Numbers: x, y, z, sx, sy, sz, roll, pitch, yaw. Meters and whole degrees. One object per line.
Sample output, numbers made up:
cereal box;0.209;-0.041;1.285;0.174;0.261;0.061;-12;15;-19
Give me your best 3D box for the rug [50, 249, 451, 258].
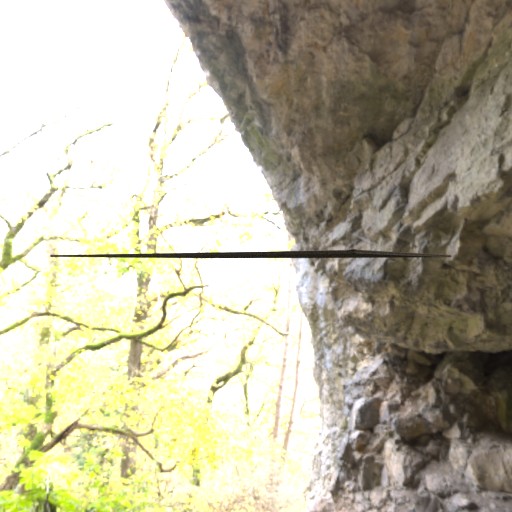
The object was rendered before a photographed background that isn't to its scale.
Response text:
rug;0.000;0.000;4.281;3.049;0.025;2.449;-1;-1;35
